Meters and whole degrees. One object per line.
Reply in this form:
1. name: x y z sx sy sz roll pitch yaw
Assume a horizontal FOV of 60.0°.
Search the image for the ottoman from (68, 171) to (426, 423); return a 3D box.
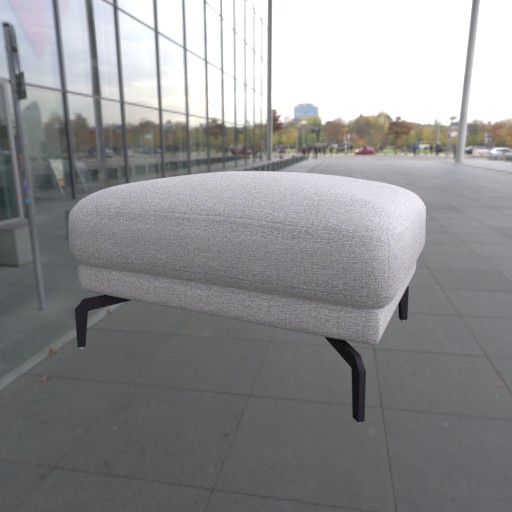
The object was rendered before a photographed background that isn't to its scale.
1. ottoman: 0.000 0.000 1.131 0.772 0.420 0.568 7 15 25
